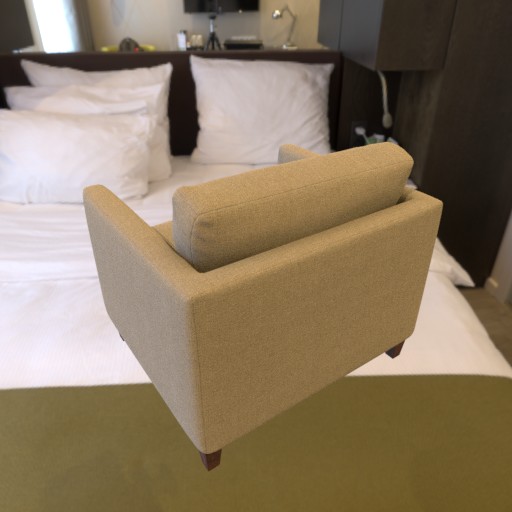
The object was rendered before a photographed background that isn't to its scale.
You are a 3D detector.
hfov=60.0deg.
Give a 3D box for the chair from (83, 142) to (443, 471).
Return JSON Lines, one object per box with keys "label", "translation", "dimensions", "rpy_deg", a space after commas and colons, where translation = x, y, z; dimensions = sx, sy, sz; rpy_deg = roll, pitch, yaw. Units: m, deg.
{"label": "chair", "translation": [0.000, 0.000, 1.844], "dimensions": [1.107, 0.963, 0.959], "rpy_deg": [-20, 36, -30]}
